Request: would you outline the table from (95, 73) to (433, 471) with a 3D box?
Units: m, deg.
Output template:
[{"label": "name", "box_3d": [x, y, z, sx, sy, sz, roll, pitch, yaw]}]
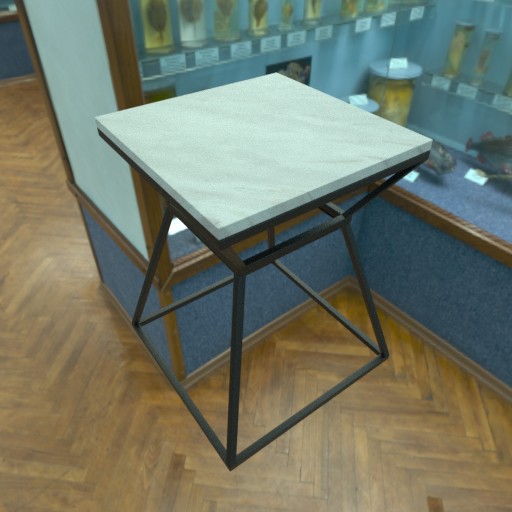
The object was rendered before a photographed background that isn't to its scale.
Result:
[{"label": "table", "box_3d": [0.000, 0.000, 0.920, 0.455, 0.559, 0.455, -25, 46, -27]}]
